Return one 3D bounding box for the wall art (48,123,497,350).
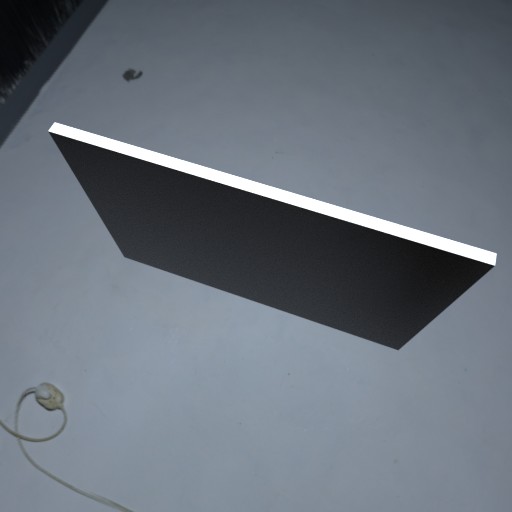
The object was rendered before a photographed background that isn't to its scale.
[{"bbox_3d":[0.000,0.000,1.153,0.932,0.610,0.027,18,65,9],"label":"wall art"}]
